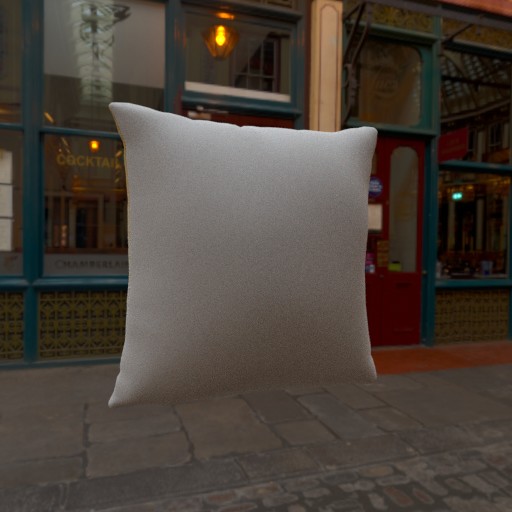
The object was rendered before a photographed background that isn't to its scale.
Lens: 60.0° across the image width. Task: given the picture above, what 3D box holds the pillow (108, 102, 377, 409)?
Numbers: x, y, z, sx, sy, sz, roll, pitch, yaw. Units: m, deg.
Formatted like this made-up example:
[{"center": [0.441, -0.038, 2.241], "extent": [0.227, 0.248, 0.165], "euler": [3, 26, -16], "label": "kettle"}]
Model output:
[{"center": [0.000, 0.000, 0.711], "extent": [0.450, 0.450, 0.211], "euler": [0, 0, -19], "label": "pillow"}]
